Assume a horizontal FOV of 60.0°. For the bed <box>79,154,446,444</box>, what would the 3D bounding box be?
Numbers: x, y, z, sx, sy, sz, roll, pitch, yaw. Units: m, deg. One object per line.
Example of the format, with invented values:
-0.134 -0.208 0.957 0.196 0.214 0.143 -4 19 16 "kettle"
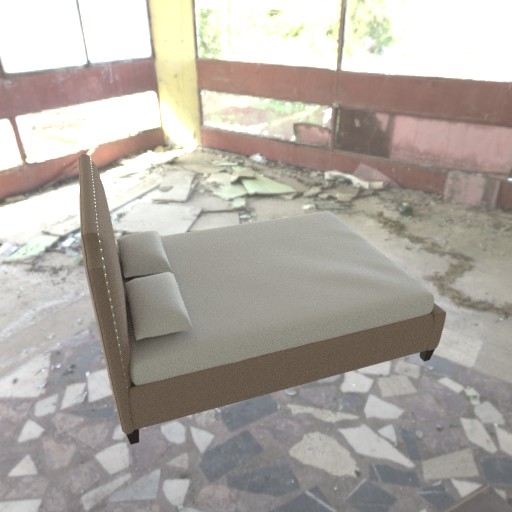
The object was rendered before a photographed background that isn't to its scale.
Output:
0.000 0.000 3.437 2.372 1.443 1.713 -10 31 -17 "bed"
